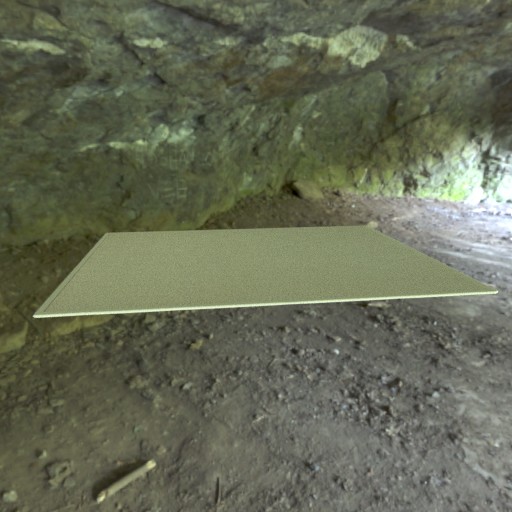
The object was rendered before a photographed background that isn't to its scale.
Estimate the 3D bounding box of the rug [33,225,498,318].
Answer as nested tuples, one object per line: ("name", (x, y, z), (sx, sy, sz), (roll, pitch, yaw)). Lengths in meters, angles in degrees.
("rug", (0.000, 0.000, 3.994), (3.051, 0.020, 2.407), (-2, 15, -8))
